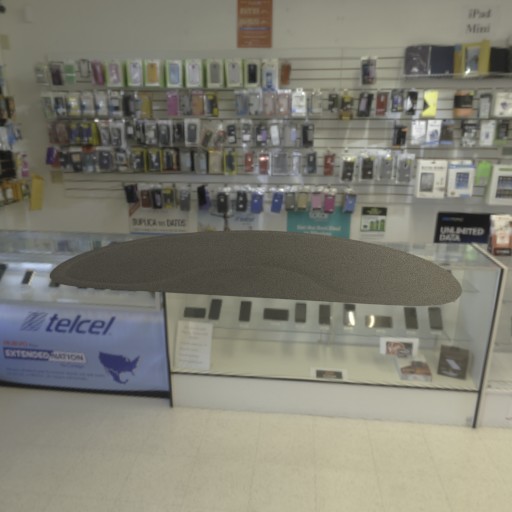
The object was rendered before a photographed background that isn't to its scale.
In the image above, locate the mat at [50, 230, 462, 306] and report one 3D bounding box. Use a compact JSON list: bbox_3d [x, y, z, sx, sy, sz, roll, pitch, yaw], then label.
[{"bbox_3d":[0.000,0.000,1.885,1.524,0.013,0.913,2,17,8],"label":"mat"}]
